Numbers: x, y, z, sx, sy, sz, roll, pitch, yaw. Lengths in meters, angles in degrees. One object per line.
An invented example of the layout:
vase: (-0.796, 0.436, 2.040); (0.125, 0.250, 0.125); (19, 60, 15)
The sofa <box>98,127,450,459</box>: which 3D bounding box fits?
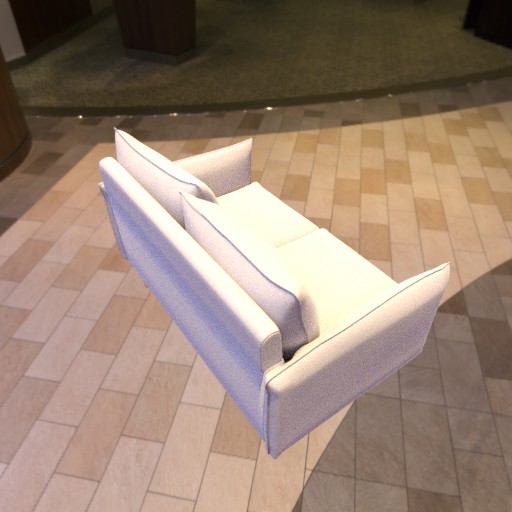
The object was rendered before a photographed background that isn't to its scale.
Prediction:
sofa: (0.000, 0.000, 1.853); (0.820, 0.840, 1.300); (-24, 46, -26)
